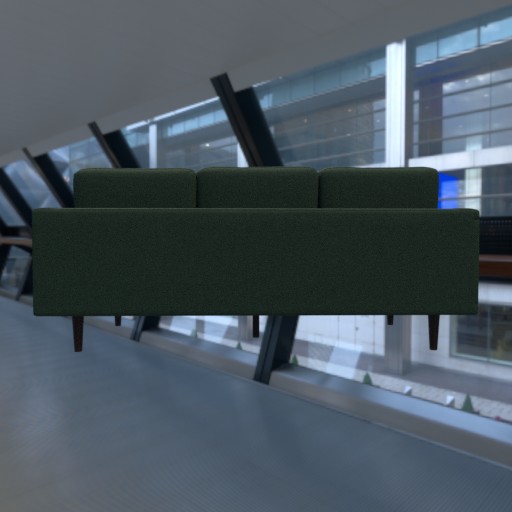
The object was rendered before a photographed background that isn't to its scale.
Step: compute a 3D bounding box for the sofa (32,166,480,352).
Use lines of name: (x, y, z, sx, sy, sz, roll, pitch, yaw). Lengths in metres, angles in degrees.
sofa: (0.000, 0.000, 2.446, 2.029, 0.899, 0.879, 0, 2, -1)
